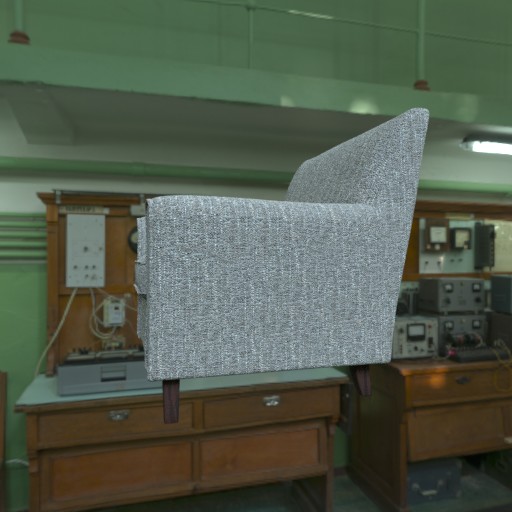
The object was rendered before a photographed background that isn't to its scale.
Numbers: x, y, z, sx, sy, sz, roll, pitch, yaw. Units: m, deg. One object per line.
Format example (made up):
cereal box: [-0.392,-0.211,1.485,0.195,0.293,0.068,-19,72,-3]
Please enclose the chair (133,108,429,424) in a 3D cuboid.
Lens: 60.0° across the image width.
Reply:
chair: [0.000,0.000,1.656,0.873,0.928,0.864,0,0,-17]
